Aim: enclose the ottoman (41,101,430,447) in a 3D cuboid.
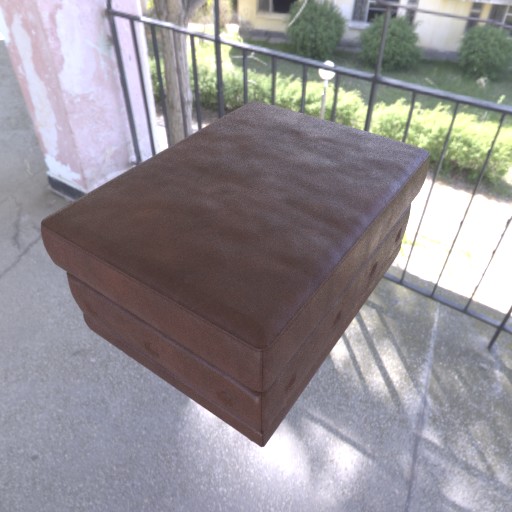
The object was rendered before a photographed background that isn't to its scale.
[{"bbox_3d":[0.000,0.000,1.189,0.588,0.509,0.795,25,47,25],"label":"ottoman"}]
